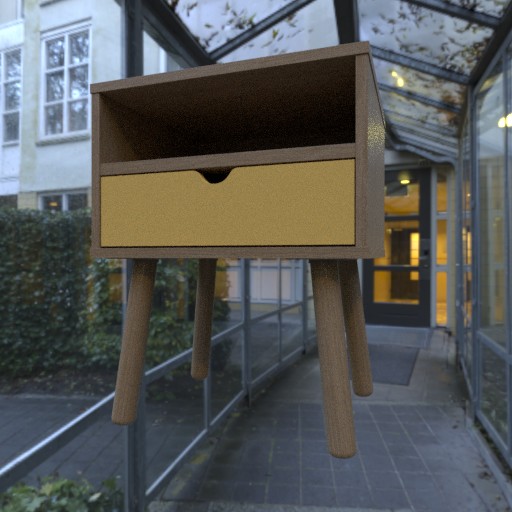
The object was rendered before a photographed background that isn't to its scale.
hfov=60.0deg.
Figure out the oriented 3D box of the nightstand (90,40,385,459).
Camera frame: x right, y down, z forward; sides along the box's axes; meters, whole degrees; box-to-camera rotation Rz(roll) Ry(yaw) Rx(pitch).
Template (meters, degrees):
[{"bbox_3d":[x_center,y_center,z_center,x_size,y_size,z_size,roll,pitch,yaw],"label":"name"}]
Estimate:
[{"bbox_3d":[0.000,0.000,0.840,0.450,0.571,0.380,0,0,19],"label":"nightstand"}]
